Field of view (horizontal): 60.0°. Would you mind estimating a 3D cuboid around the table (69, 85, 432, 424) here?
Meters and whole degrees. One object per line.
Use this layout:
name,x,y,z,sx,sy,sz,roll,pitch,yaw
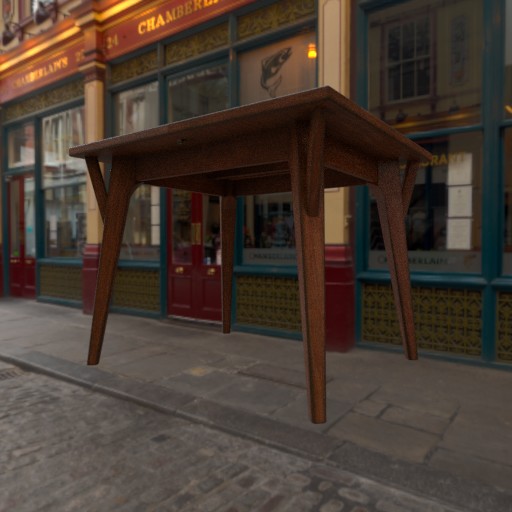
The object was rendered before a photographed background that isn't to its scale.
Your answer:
table,0.000,0.000,1.585,0.991,0.761,0.838,0,1,36
